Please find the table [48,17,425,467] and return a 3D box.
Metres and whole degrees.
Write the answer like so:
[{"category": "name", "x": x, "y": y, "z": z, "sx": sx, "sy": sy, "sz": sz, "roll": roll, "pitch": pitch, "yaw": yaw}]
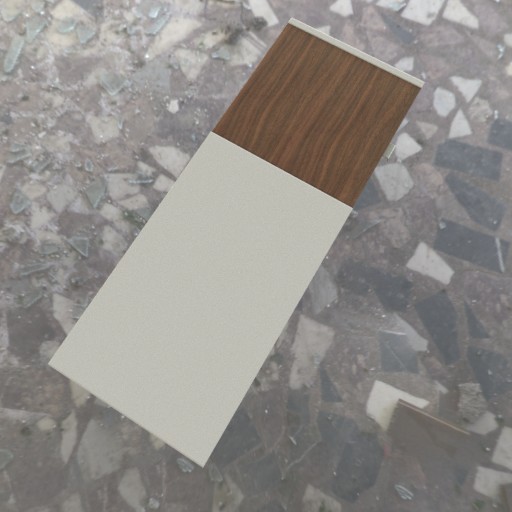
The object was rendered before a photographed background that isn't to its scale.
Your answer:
[{"category": "table", "x": 0.000, "y": 0.000, "z": 1.432, "sx": 0.418, "sy": 0.785, "sz": 1.066, "roll": 30, "pitch": 77, "yaw": 8}]
